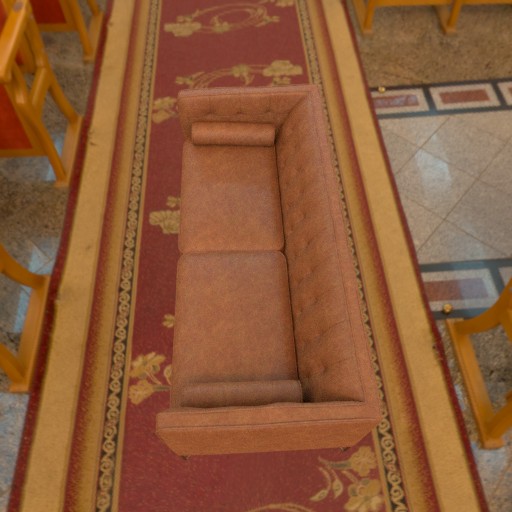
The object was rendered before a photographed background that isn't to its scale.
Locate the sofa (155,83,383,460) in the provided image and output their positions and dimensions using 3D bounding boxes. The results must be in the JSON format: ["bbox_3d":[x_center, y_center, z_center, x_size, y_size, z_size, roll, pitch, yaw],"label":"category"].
[{"bbox_3d":[0.000,0.000,2.587,0.912,0.798,2.079,-2,58,-2],"label":"sofa"}]
